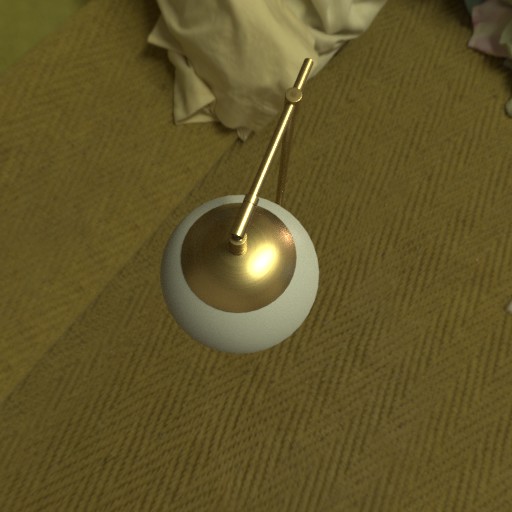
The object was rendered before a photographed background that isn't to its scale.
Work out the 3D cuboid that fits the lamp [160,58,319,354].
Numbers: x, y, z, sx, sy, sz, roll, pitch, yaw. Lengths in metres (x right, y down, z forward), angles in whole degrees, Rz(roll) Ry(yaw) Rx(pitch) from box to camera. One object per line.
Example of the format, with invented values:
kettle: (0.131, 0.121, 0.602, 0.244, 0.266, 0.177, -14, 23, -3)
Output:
lamp: (0.000, 0.000, 0.711, 0.207, 0.559, 0.324, 21, 76, 5)
